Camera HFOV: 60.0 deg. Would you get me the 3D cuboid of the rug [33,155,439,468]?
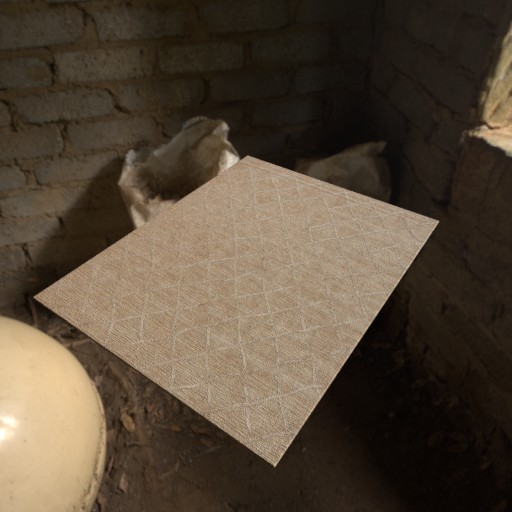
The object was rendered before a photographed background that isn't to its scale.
[{"bbox_3d":[0.000,0.000,4.110,2.420,0.019,3.039,25,46,26],"label":"rug"}]
